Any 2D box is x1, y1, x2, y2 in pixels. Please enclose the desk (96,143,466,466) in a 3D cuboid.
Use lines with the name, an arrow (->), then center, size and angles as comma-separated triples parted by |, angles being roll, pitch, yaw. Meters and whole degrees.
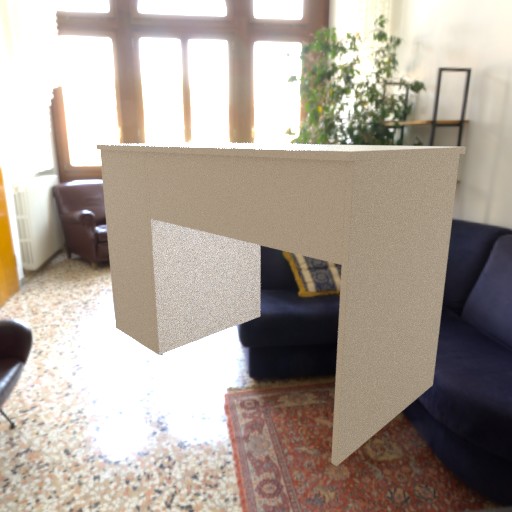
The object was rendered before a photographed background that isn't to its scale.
desk -> 0.000, 0.000, 1.518 | 0.560, 0.735, 1.097 | -14, 21, -42
